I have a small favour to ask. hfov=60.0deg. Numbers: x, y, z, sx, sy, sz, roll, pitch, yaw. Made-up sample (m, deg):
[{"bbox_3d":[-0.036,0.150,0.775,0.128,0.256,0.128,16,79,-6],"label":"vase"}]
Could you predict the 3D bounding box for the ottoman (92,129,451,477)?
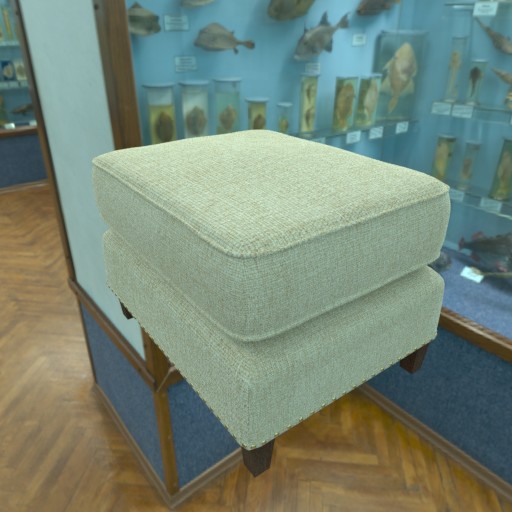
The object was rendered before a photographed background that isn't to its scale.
[{"bbox_3d":[0.000,0.000,1.127,0.589,0.537,0.738,-19,33,-32],"label":"ottoman"}]
